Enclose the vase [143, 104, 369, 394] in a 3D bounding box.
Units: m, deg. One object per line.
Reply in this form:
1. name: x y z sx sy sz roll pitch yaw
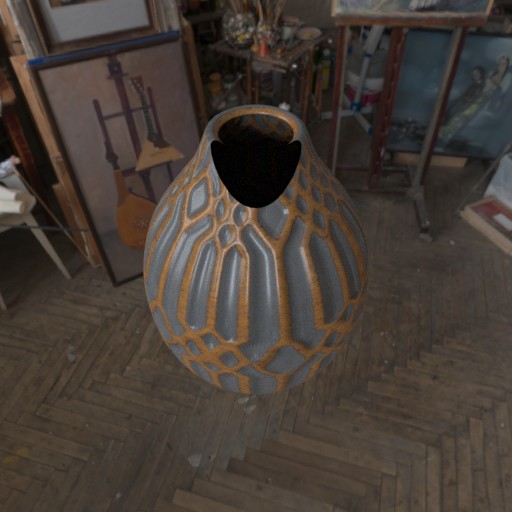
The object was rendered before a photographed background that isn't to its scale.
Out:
1. vase: 0.000 0.000 0.136 0.069 0.088 0.069 0 47 0
